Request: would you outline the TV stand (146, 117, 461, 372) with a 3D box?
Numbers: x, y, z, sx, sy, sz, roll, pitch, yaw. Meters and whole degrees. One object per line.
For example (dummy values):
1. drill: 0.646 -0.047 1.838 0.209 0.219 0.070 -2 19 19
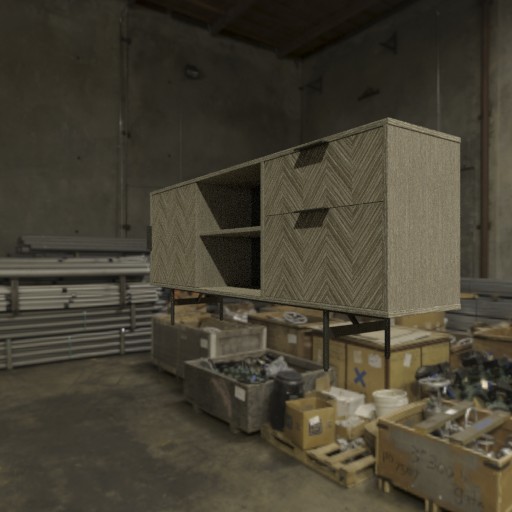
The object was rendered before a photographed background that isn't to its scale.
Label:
1. TV stand: 0.000 0.000 2.101 0.405 0.787 1.804 0 0 -35
